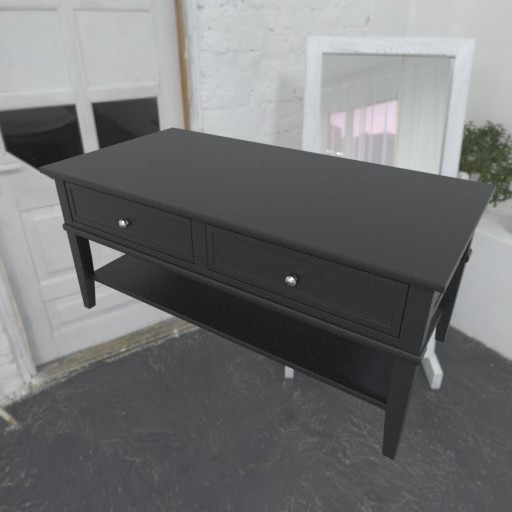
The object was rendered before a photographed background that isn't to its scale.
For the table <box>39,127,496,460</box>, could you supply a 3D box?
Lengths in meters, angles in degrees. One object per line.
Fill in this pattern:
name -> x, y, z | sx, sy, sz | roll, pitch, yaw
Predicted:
table -> 0.000, 0.000, 1.242 | 1.044, 0.470, 0.523 | 18, 34, 28
